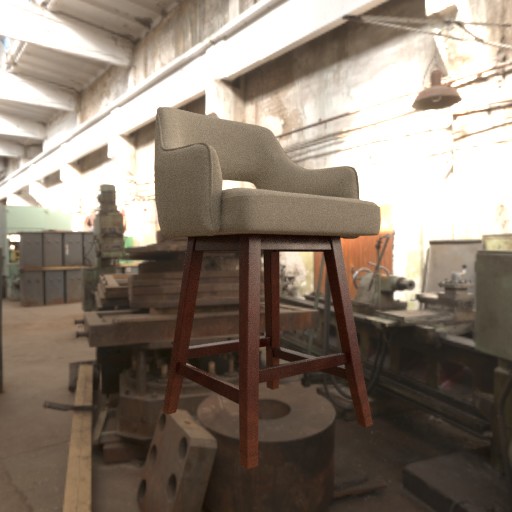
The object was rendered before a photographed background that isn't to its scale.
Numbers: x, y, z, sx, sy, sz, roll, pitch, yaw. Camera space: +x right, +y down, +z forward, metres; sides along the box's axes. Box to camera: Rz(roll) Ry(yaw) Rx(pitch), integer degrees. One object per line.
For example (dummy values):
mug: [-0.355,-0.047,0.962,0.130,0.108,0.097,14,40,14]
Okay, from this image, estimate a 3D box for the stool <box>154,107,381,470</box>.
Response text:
stool: [0.000,0.000,1.295,0.550,0.936,0.560,-1,1,-36]
